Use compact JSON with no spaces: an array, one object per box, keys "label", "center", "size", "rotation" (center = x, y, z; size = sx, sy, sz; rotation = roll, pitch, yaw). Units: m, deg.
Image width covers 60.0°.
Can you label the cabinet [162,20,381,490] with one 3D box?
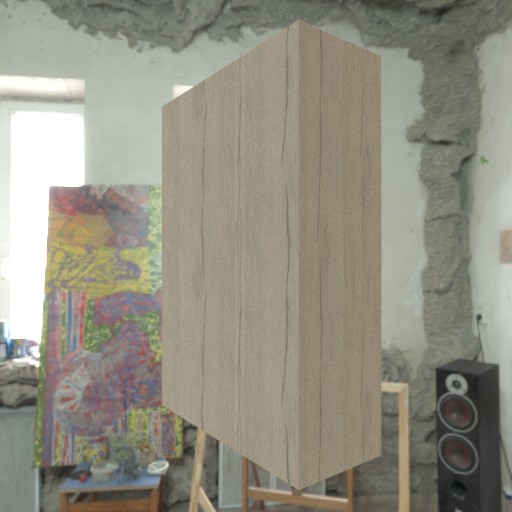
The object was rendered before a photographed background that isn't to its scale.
[{"label":"cabinet","center":[0.000,0.000,2.677],"size":[0.580,2.070,1.400],"rotation":[0,0,-37]}]
